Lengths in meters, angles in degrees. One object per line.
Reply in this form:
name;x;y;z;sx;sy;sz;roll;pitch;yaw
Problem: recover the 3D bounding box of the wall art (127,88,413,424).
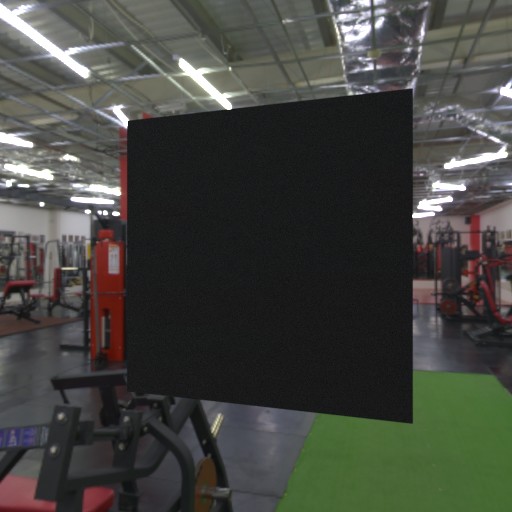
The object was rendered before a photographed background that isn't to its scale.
wall art;0.000;0.000;0.684;0.456;0.458;0.013;0;0;19
